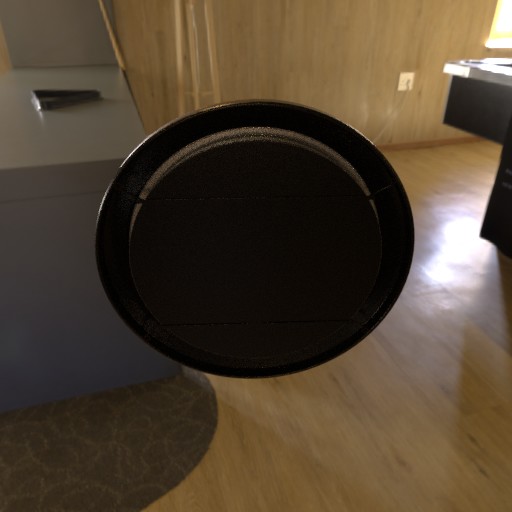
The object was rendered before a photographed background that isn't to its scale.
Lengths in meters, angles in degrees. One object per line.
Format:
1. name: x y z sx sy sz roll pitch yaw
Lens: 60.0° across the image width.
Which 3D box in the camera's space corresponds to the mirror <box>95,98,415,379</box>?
1. mirror: 0.000 0.000 1.320 0.907 0.907 0.111 -1 30 -2
